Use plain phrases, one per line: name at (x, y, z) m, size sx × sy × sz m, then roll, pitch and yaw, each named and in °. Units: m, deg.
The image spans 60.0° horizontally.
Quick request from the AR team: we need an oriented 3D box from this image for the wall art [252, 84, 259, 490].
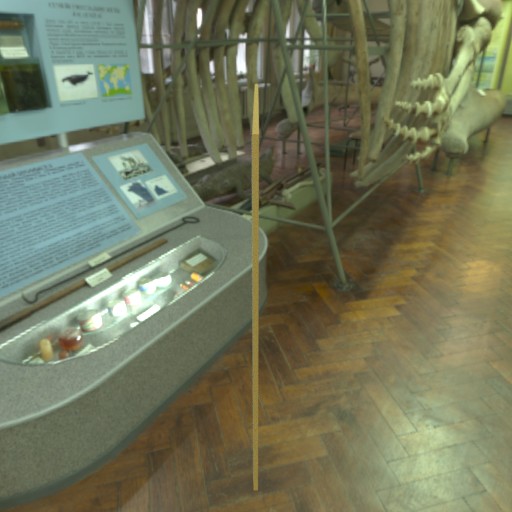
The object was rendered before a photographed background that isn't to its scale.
wall art at (0.000, 0.000, 1.435) m, size 0.013 × 0.959 × 0.962 m, roll 0°, pitch 26°, yaw 0°
